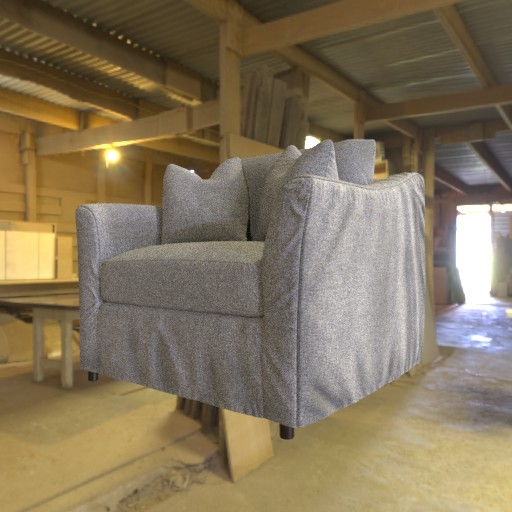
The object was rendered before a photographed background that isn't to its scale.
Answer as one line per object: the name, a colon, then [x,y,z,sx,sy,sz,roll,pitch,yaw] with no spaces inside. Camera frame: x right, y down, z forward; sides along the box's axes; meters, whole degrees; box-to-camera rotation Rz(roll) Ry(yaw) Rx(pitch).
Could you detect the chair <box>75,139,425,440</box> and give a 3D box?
chair: [0.000,0.000,1.976,1.194,1.059,1.071,0,0,37]
